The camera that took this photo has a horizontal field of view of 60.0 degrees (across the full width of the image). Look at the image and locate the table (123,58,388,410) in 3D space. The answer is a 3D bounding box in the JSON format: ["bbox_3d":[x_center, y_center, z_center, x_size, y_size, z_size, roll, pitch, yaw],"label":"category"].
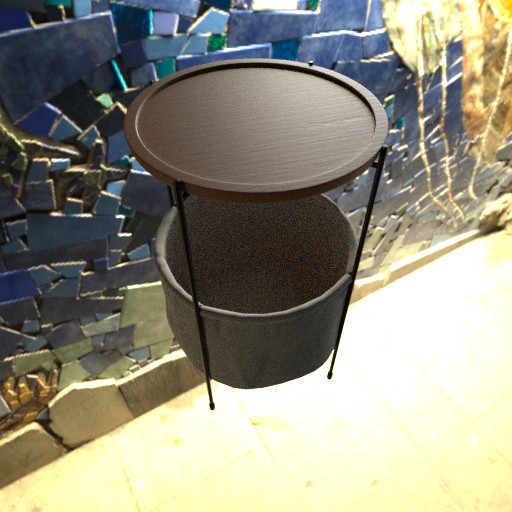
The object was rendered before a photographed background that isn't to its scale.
[{"bbox_3d":[0.000,0.000,0.882,0.393,0.623,0.393,-11,47,-11],"label":"table"}]
